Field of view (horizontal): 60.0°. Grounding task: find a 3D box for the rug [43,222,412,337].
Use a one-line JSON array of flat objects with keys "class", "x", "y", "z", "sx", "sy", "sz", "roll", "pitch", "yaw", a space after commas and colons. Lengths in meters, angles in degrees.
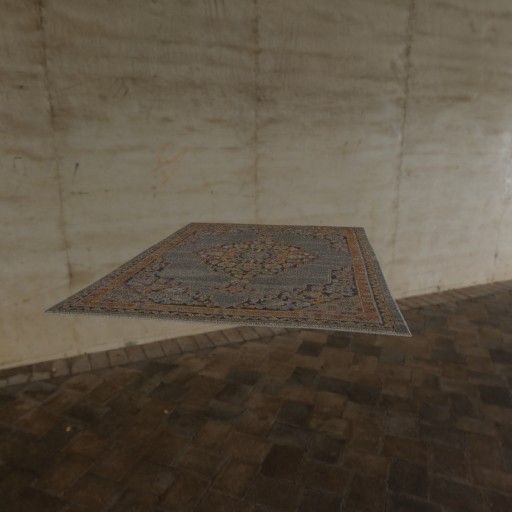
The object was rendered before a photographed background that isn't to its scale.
[{"class": "rug", "x": 0.000, "y": 0.000, "z": 3.781, "sx": 2.043, "sy": 0.026, "sz": 2.901, "roll": 2, "pitch": 15, "yaw": 8}]
